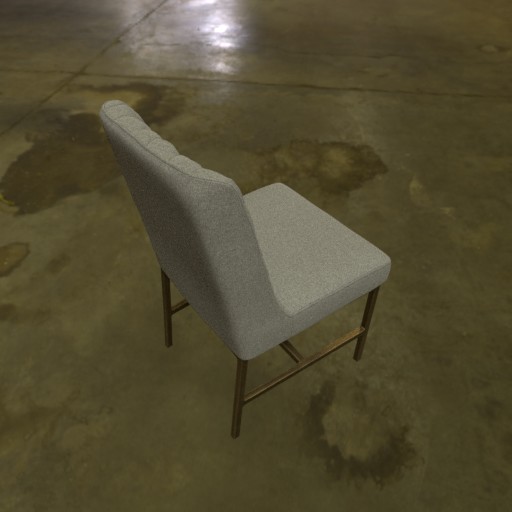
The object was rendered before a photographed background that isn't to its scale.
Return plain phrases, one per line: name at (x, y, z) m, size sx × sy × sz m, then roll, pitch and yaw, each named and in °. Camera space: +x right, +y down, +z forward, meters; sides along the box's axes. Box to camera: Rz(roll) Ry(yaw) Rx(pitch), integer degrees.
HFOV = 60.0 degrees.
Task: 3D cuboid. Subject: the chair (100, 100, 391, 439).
chair at (0.000, 0.000, 1.248) m, size 0.587 × 0.889 × 0.508 m, roll -26°, pitch 48°, yaw -27°
